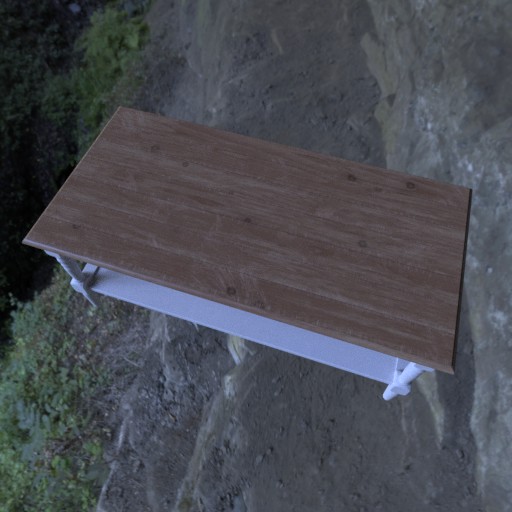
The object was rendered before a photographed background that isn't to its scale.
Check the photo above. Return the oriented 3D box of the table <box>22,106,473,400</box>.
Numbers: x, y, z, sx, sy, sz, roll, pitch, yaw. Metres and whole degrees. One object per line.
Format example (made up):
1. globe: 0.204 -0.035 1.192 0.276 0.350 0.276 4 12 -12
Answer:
1. table: 0.000 0.000 1.402 1.118 0.458 0.559 16 60 9
